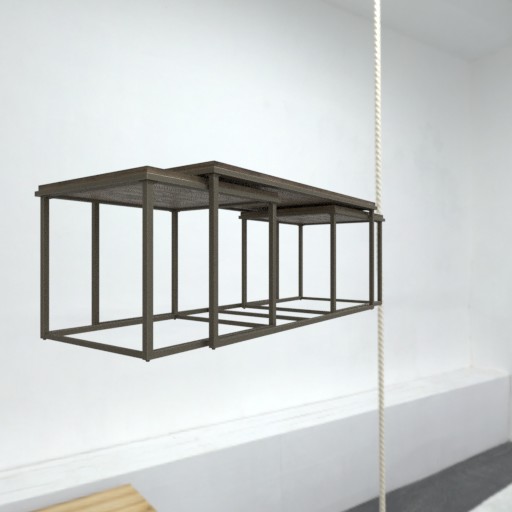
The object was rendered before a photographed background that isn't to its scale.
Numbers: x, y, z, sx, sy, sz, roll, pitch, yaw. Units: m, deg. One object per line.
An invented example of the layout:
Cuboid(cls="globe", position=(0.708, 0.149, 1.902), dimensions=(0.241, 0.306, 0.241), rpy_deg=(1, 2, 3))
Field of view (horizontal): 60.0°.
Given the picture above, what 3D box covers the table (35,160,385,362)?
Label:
Cuboid(cls="table", position=(0.000, 0.000, 1.525), dimensions=(0.489, 0.427, 1.312), rpy_deg=(0, 0, 36))
